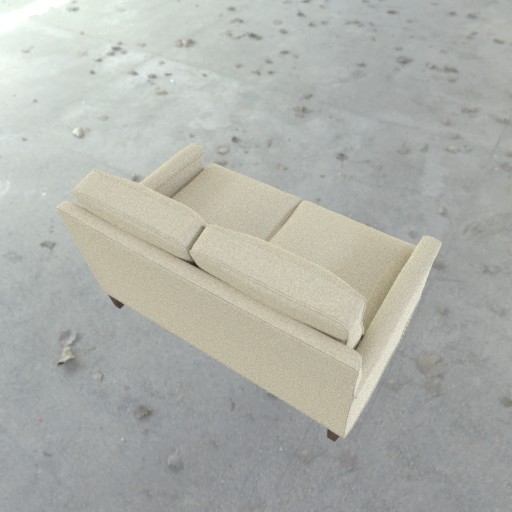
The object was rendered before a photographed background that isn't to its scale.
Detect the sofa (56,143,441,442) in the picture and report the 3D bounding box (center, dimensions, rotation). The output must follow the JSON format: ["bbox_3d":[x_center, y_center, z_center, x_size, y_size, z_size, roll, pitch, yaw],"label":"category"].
[{"bbox_3d":[0.000,0.000,2.294,1.597,1.003,1.084,26,52,22],"label":"sofa"}]
